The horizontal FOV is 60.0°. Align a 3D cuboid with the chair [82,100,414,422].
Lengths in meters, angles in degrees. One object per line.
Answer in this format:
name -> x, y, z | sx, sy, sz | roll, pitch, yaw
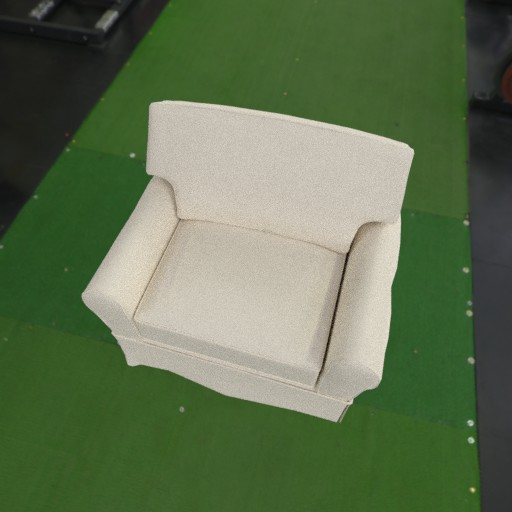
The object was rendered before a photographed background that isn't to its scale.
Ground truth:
chair -> 0.000, 0.000, 1.804 | 1.099, 0.958, 0.904 | 14, 58, 9
